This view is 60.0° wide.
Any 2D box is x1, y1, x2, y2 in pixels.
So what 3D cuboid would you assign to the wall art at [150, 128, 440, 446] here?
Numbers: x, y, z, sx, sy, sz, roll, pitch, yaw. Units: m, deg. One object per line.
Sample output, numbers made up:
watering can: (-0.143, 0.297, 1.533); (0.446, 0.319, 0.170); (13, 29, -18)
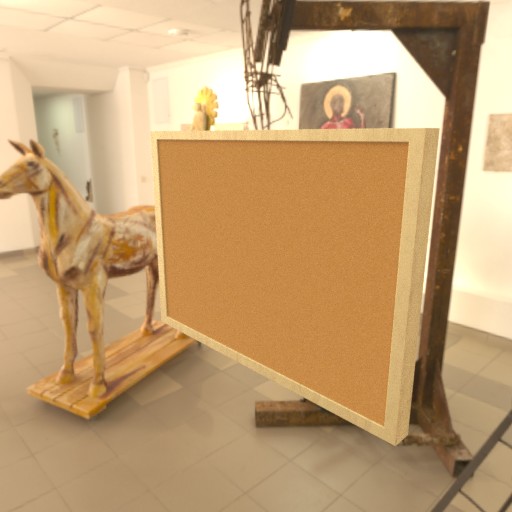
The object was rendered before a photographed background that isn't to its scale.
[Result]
wall art: (0.000, 0.000, 0.696); (0.032, 0.380, 0.532); (-14, 21, -42)
